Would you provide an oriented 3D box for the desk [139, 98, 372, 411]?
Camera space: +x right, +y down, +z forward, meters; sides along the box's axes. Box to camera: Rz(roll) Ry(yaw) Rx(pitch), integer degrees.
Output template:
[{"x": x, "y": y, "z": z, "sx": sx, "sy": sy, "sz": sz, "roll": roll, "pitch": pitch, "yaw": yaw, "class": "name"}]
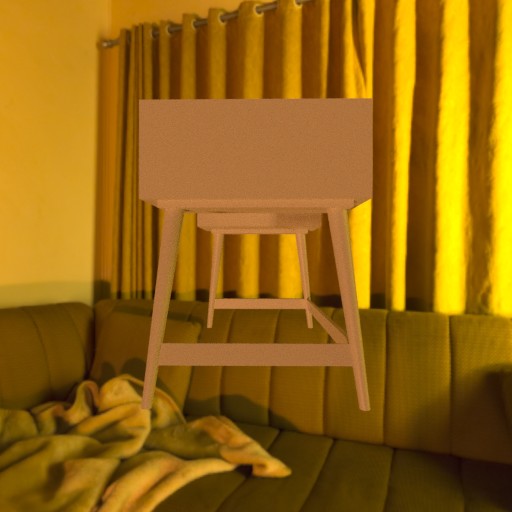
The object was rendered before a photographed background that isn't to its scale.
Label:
[{"x": 0.000, "y": 0.000, "z": 1.739, "sx": 0.589, "sy": 0.762, "sz": 1.313, "roll": 0, "pitch": 0, "yaw": 1, "class": "desk"}]
